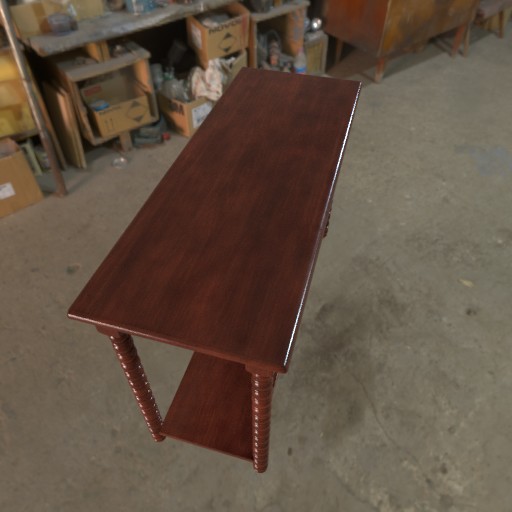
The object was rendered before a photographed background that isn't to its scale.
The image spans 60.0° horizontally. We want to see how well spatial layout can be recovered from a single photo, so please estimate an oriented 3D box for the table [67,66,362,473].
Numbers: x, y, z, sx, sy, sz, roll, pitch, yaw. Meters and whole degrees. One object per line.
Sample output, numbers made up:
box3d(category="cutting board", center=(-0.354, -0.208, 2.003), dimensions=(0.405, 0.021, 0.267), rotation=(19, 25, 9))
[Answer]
box3d(category="table", center=(0.000, 0.000, 1.496), dimensions=(0.459, 0.740, 1.184), rotation=(12, 48, 11))
